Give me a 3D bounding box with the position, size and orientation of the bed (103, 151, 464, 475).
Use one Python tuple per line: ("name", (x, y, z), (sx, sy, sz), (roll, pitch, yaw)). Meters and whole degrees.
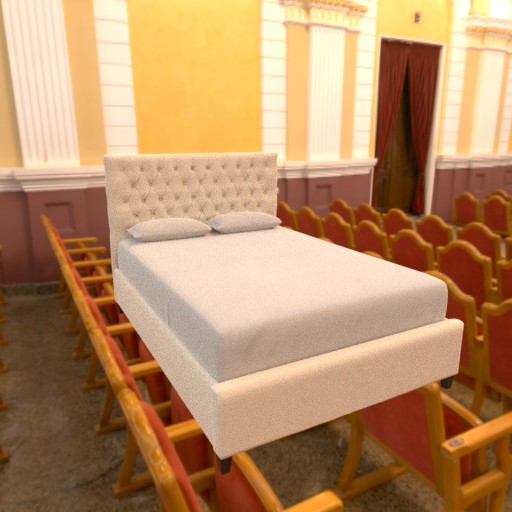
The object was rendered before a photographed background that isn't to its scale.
("bed", (0.000, 0.000, 3.306), (1.698, 1.427, 2.387), (-8, 17, -27))
